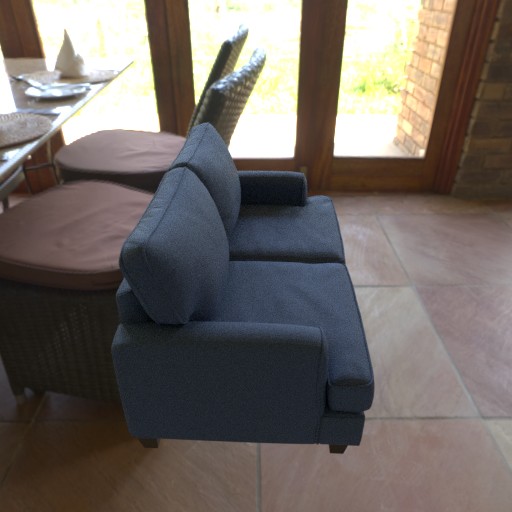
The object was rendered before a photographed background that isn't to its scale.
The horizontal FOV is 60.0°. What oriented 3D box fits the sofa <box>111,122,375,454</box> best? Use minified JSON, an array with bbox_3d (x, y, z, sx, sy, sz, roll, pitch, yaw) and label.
[{"bbox_3d":[0.000,0.000,2.242,0.965,0.965,1.651,1,32,2],"label":"sofa"}]
